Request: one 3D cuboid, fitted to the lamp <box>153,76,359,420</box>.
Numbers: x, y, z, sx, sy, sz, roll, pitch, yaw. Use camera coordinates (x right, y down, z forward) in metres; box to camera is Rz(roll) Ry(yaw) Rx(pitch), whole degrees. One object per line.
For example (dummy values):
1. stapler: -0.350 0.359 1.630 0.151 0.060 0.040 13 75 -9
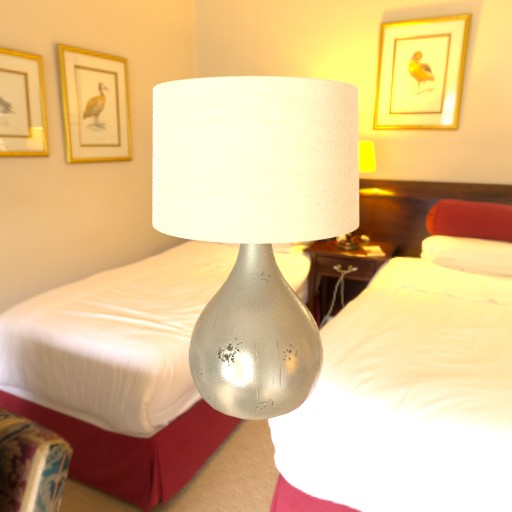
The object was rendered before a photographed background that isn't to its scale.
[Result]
1. lamp: 0.000 0.000 0.741 0.330 0.521 0.330 0 14 0
